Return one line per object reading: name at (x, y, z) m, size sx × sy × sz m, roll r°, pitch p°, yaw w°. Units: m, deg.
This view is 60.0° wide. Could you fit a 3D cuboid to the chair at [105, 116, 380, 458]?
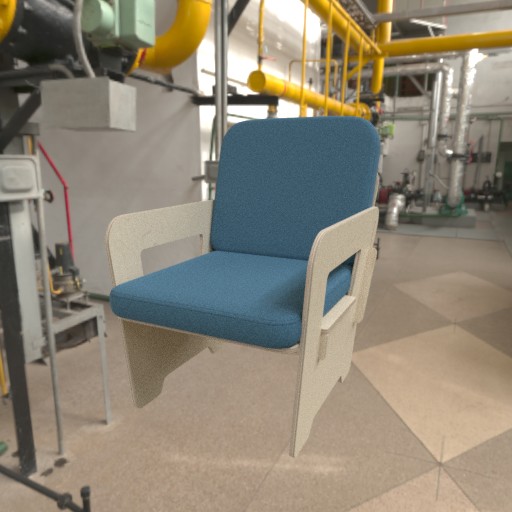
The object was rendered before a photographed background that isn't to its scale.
chair at (0.000, 0.000, 1.181) m, size 0.547 × 0.747 × 0.657 m, roll 6°, pitch 14°, yaw 26°
